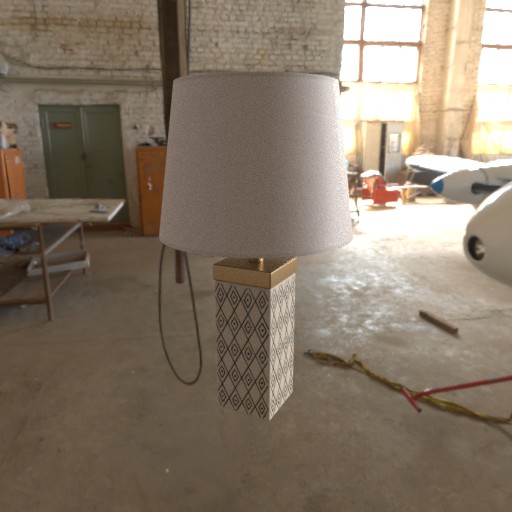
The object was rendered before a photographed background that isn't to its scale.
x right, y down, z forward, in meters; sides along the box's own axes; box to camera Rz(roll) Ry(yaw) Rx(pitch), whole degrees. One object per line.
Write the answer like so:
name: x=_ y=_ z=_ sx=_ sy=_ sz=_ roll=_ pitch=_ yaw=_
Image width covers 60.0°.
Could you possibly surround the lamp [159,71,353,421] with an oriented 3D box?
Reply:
lamp: x=0.000 y=0.000 z=0.595 sx=0.251 sy=0.435 sz=0.251 roll=0 pitch=15 yaw=0
